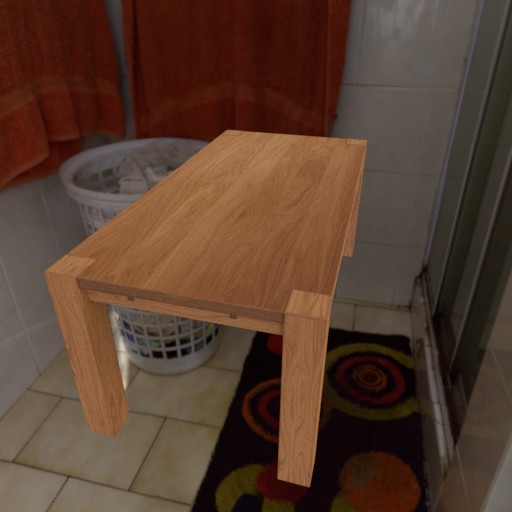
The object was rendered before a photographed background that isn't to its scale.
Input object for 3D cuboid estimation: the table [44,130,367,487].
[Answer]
[{"bbox_3d":[0.000,0.000,2.243,0.900,0.760,1.800,8,31,13],"label":"table"}]
